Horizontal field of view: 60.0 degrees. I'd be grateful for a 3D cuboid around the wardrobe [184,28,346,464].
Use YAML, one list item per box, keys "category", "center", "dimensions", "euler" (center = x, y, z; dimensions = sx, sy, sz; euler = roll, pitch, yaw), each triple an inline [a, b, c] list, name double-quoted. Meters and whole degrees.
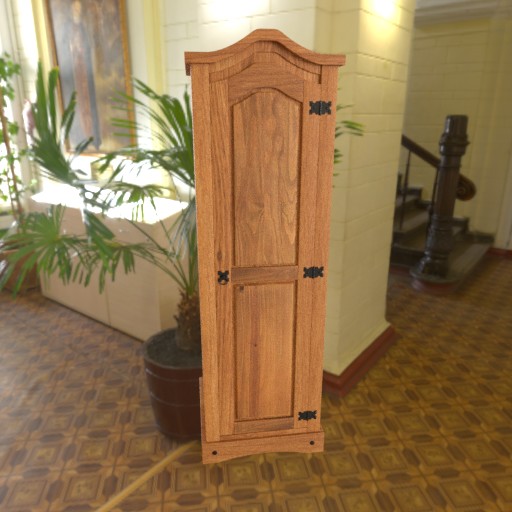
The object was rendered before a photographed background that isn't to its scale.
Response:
- category: "wardrobe"
  center: [0.000, 0.000, 2.122]
  dimensions: [0.590, 1.870, 0.570]
  euler: [-2, 18, -8]
